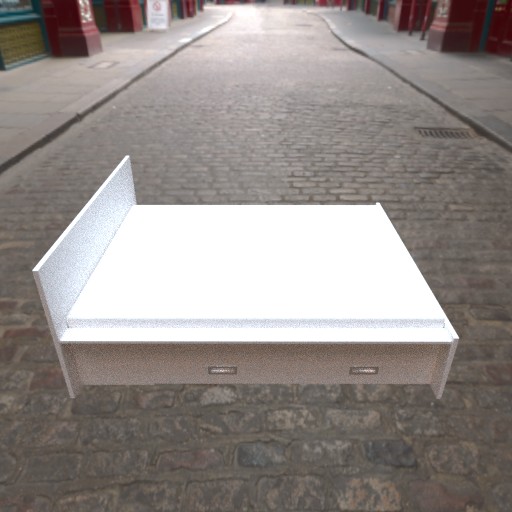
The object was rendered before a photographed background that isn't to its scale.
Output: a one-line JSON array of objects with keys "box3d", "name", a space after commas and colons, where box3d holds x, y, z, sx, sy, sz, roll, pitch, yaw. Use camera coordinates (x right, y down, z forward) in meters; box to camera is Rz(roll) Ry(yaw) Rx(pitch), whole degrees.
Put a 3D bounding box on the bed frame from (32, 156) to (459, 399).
[{"box3d": [0.000, 0.000, 2.843, 1.960, 0.800, 1.622, 0, 30, 0], "name": "bed frame"}]
